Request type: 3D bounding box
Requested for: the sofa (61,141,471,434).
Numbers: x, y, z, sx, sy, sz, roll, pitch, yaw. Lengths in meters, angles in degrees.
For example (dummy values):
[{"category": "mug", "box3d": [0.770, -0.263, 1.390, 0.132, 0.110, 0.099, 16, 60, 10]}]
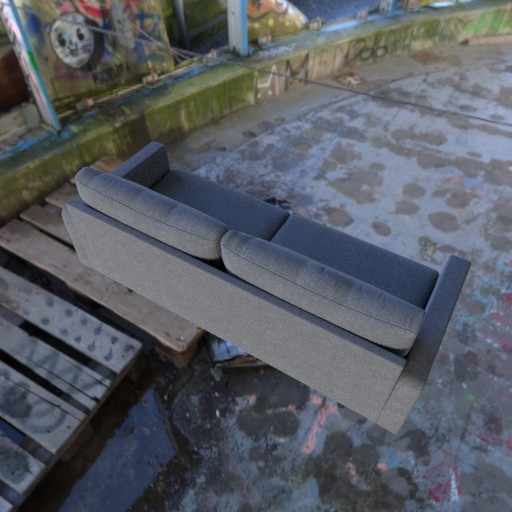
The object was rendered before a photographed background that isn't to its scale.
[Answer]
[{"category": "sofa", "box3d": [0.000, 0.000, 2.534, 2.100, 0.880, 0.880, 24, 52, 21]}]
